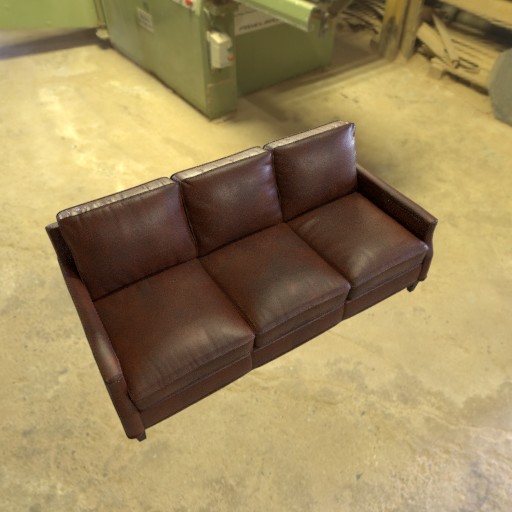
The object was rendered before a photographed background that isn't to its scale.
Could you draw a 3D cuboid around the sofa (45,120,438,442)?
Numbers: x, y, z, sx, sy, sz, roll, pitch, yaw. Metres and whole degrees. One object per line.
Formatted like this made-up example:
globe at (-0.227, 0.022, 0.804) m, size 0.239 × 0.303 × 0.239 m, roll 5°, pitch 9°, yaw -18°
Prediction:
sofa at (0.000, 0.000, 2.831) m, size 2.240 × 1.003 × 1.084 m, roll -24°, pitch 50°, yaw -22°
